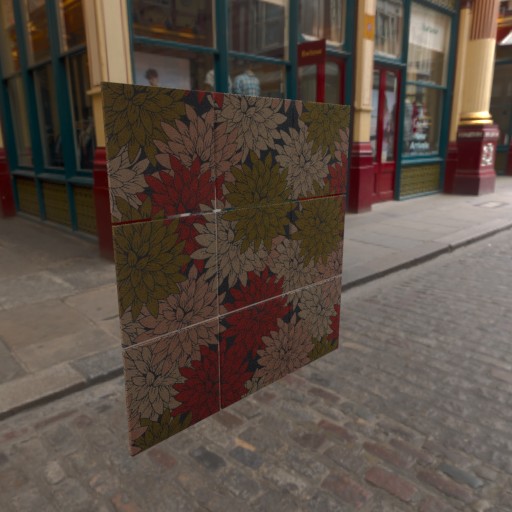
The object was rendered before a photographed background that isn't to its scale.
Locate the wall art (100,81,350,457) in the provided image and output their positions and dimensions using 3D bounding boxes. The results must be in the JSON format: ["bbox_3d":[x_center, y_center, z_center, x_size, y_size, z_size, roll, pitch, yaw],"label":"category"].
[{"bbox_3d":[0.000,0.000,1.793,1.206,1.218,0.013,-13,20,-43],"label":"wall art"}]
